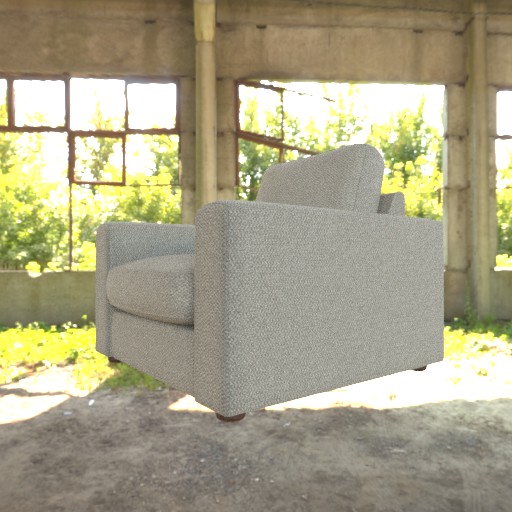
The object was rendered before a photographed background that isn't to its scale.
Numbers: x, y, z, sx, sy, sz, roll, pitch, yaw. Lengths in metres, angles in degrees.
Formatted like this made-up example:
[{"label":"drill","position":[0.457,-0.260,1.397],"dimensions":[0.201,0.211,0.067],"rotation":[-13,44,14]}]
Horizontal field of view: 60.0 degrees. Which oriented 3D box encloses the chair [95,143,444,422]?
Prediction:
[{"label":"chair","position":[0.000,0.000,1.744],"dimensions":[1.016,0.873,1.005],"rotation":[0,-1,-37]}]
